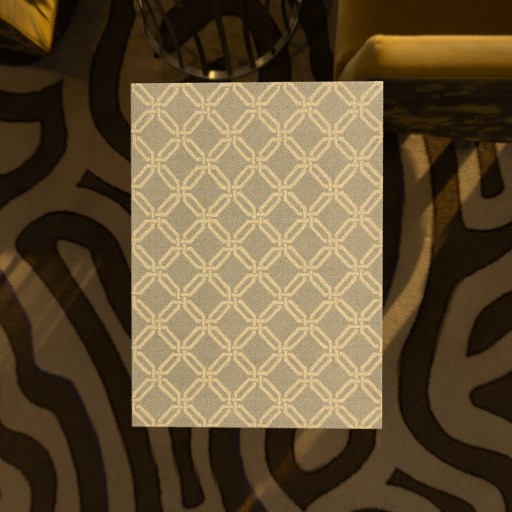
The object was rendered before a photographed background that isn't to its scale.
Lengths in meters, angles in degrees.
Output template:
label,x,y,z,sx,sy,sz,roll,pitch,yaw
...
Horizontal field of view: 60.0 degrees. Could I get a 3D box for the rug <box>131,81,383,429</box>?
label,x,y,z,sx,sy,sz,roll,pitch,yaw
rug,0.000,0.000,4.310,2.438,0.013,3.353,0,91,1
